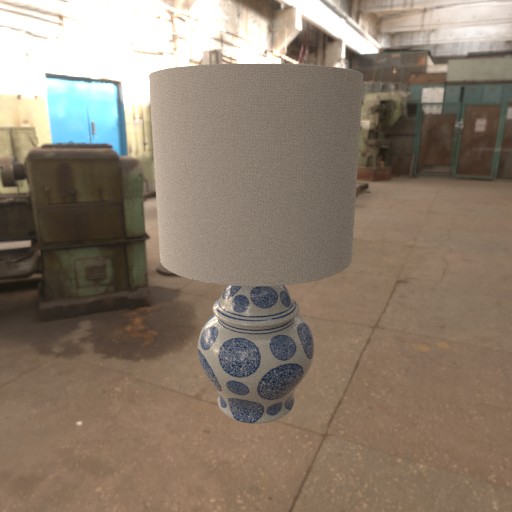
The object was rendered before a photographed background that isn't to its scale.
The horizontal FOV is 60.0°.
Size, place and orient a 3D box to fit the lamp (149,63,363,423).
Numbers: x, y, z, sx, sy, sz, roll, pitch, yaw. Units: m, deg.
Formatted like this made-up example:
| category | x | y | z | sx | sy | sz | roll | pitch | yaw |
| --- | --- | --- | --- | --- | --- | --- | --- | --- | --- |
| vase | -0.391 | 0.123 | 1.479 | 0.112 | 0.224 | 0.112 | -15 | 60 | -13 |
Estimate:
| category | x | y | z | sx | sy | sz | roll | pitch | yaw |
| --- | --- | --- | --- | --- | --- | --- | --- | --- | --- |
| lamp | 0.000 | 0.000 | 0.507 | 0.215 | 0.381 | 0.215 | 8 | 18 | 26 |
